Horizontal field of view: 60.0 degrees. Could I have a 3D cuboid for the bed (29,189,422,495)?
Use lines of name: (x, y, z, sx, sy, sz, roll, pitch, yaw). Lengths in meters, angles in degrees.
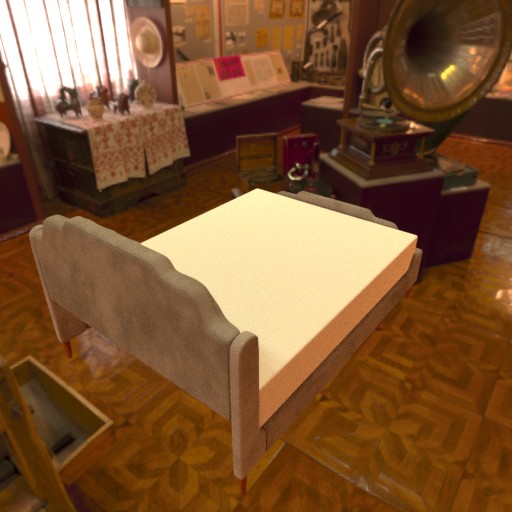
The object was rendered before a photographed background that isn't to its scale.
bed: (0.000, 0.000, 3.203, 1.676, 1.245, 2.340, 22, 37, 32)
